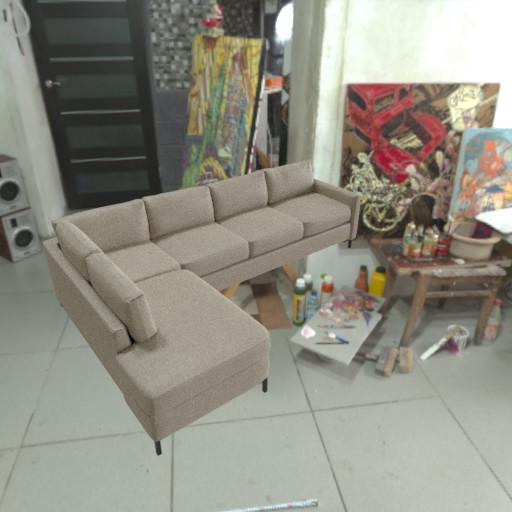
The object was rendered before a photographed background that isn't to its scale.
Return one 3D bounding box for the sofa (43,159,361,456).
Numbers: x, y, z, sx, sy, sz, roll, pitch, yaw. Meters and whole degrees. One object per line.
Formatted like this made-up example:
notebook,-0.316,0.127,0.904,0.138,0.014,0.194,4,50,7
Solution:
sofa,0.000,0.000,3.097,2.423,0.703,1.617,-20,34,-33
